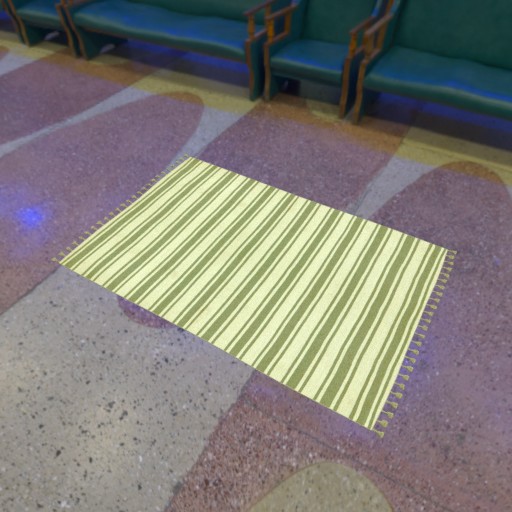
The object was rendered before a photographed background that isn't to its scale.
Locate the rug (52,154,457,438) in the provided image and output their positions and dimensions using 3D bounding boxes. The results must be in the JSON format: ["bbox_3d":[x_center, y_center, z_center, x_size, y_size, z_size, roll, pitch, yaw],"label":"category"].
[{"bbox_3d":[0.000,0.000,3.119,2.435,0.018,1.540,23,50,21],"label":"rug"}]
